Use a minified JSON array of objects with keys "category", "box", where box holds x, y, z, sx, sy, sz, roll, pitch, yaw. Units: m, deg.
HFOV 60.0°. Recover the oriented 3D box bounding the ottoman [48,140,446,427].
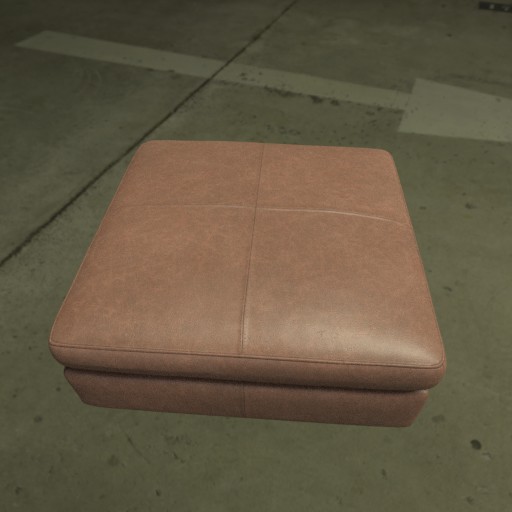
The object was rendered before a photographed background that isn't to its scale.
[{"category":"ottoman","box":[0.000,0.000,1.745,1.168,0.490,1.168,3,45,3]}]
